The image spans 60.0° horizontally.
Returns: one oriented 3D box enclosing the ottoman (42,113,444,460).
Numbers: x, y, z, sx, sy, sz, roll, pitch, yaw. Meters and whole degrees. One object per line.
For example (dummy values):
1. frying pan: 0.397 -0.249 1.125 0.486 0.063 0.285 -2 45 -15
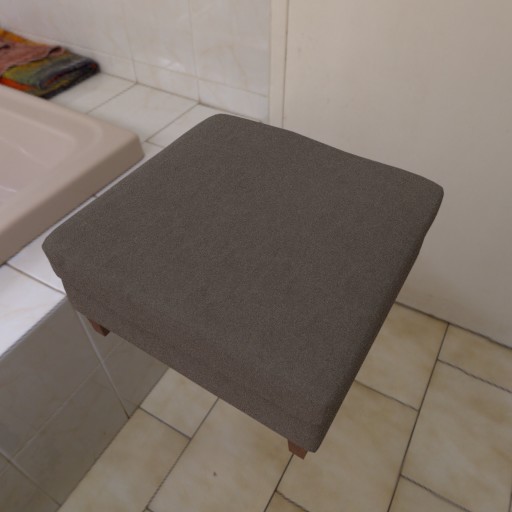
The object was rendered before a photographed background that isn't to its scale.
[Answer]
1. ottoman: 0.000 0.000 1.415 0.881 0.482 0.861 24 51 22
